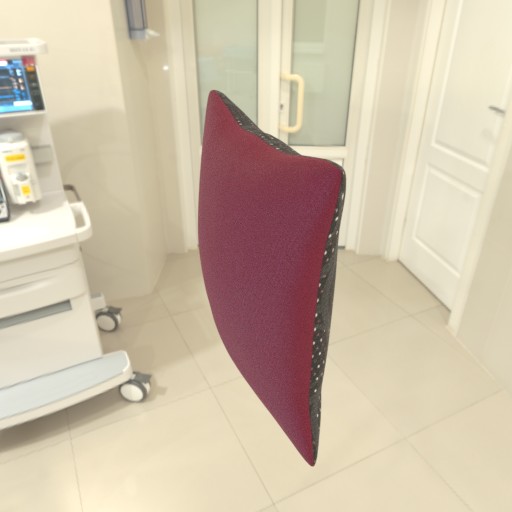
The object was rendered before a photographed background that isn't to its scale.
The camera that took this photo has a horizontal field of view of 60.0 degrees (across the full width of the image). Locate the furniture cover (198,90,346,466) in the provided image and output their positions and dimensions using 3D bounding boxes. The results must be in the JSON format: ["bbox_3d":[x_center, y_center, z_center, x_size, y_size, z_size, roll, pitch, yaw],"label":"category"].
[{"bbox_3d":[0.000,0.000,0.827,0.193,0.509,0.552,-10,31,-17],"label":"furniture cover"}]
